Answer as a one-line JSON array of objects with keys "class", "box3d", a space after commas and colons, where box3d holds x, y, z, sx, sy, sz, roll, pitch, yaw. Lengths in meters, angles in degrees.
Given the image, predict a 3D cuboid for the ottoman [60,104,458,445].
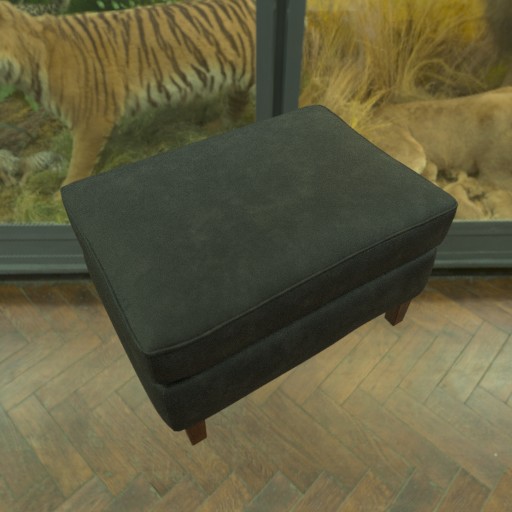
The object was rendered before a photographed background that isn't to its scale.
[{"class": "ottoman", "box3d": [0.000, 0.000, 0.986, 0.665, 0.413, 0.501, -24, 52, -21]}]
